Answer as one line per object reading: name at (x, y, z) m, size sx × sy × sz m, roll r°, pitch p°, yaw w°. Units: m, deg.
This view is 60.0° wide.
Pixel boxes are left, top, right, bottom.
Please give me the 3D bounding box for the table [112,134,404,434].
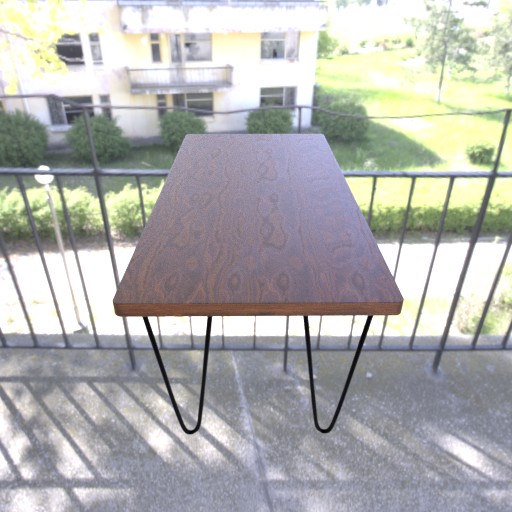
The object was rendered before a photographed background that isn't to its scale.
table at (0.000, 0.000, 2.282) m, size 0.883 × 0.753 × 1.791 m, roll 0°, pitch 31°, yaw 0°
